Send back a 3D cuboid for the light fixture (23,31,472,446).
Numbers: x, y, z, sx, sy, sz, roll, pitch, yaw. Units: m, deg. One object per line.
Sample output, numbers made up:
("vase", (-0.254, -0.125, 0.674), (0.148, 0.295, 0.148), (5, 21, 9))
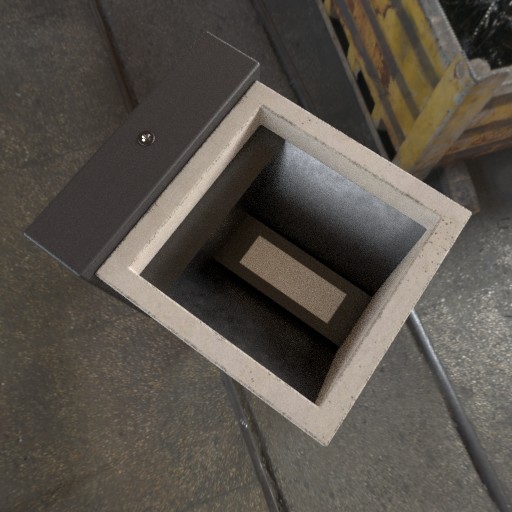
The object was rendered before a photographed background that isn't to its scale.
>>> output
("light fixture", (0.000, 0.000, 0.235), (0.143, 0.121, 0.121), (35, 77, 9))
